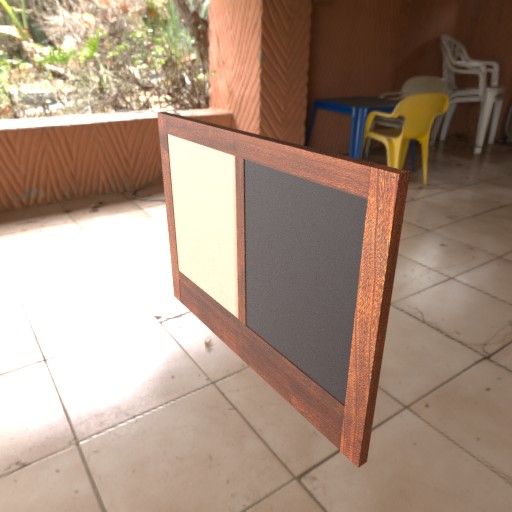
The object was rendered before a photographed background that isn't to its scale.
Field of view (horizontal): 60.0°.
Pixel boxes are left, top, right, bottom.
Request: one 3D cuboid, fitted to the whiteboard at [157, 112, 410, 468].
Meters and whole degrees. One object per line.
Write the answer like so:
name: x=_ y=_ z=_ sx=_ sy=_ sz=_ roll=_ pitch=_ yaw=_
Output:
whiteboard: x=0.000 y=0.000 z=1.007 sx=0.083 sy=0.553 sz=0.768 roll=-17 pitch=30 yaw=-32
